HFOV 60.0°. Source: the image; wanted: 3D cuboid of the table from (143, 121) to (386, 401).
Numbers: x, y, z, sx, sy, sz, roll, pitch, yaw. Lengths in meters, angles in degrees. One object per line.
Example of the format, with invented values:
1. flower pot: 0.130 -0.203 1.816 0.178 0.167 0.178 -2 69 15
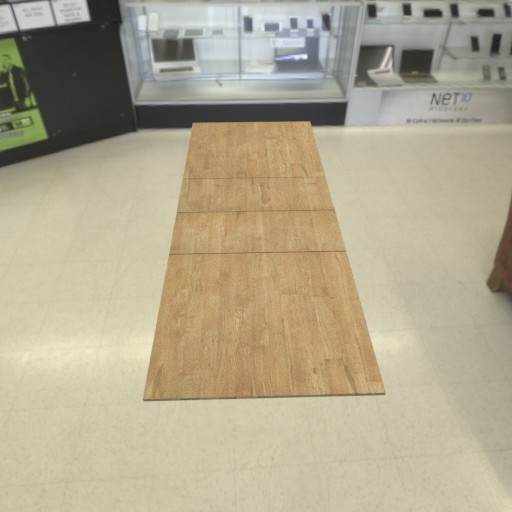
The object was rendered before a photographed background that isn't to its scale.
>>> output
1. table: 0.000 0.000 3.048 1.000 0.752 2.603 -1 41 -1
